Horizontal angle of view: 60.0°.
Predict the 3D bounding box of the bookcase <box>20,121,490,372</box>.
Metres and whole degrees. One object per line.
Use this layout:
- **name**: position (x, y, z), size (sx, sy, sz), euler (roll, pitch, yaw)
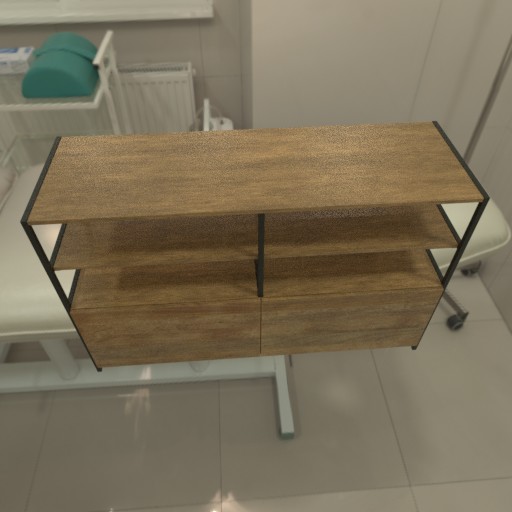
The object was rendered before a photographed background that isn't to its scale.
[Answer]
- **bookcase**: position (0.000, 0.000, 1.462), size (1.149, 0.712, 0.391), euler (-3, 47, -3)
